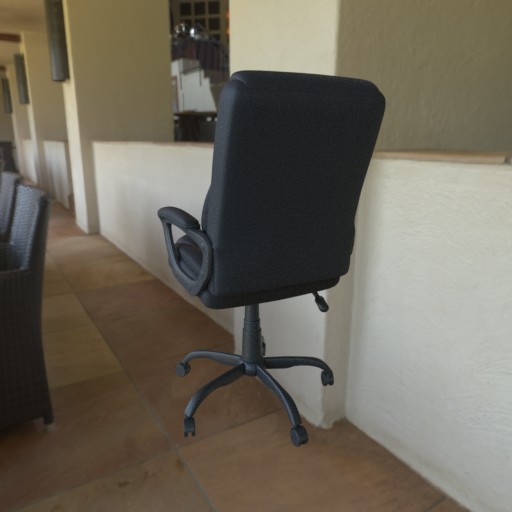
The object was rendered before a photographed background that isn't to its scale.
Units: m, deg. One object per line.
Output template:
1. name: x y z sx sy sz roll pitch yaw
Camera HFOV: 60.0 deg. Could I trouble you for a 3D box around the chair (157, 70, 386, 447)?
1. chair: 0.000 0.000 1.475 0.615 1.072 0.655 -8 17 -27
